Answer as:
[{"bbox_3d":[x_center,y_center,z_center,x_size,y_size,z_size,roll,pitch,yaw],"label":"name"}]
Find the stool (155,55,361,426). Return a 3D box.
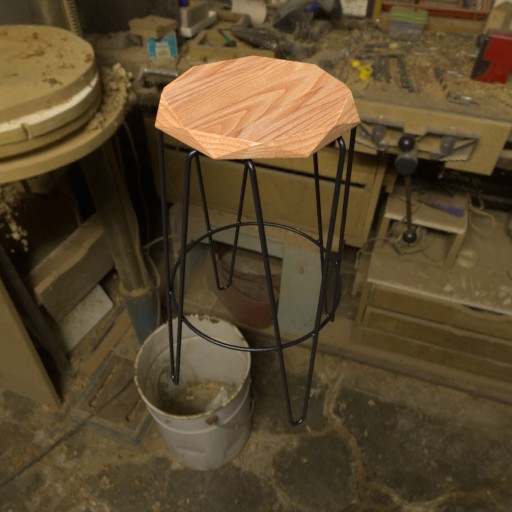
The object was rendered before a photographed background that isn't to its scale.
[{"bbox_3d":[0.000,0.000,0.803,0.326,0.610,0.326,15,47,14],"label":"stool"}]
